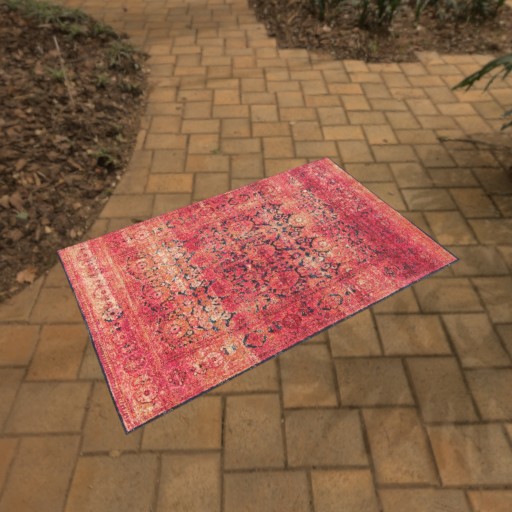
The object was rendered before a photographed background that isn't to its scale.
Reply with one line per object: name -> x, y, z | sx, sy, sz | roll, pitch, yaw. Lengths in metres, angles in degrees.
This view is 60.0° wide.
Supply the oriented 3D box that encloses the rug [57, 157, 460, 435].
rug -> 0.000, 0.000, 3.158 | 2.449, 0.018, 1.539 | -23, 49, -21
